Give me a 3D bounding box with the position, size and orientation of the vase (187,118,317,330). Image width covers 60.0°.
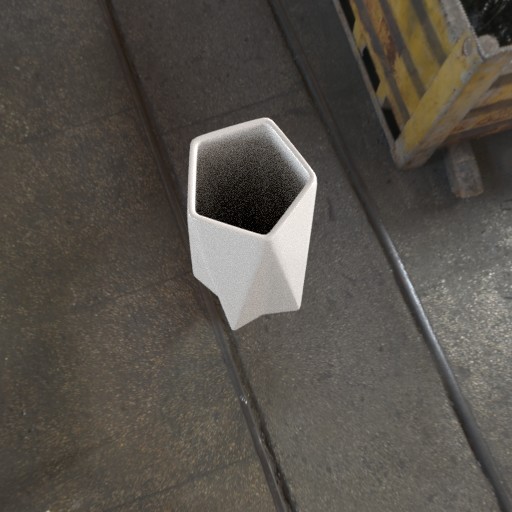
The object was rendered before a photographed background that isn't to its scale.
[{"bbox_3d":[0.000,0.000,0.384,0.116,0.329,0.122,36,80,8],"label":"vase"}]
